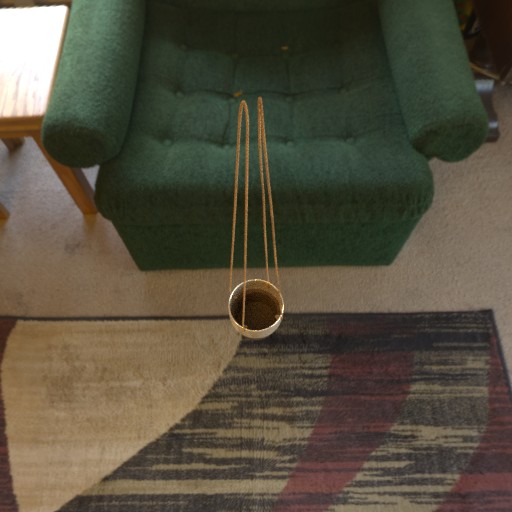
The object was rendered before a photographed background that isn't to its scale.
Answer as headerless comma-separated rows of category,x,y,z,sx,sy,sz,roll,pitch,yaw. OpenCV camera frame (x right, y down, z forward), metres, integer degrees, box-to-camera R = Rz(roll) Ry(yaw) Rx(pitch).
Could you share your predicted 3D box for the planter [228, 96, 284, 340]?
planter,0.000,0.000,1.149,0.187,1.073,0.187,-17,65,-8
